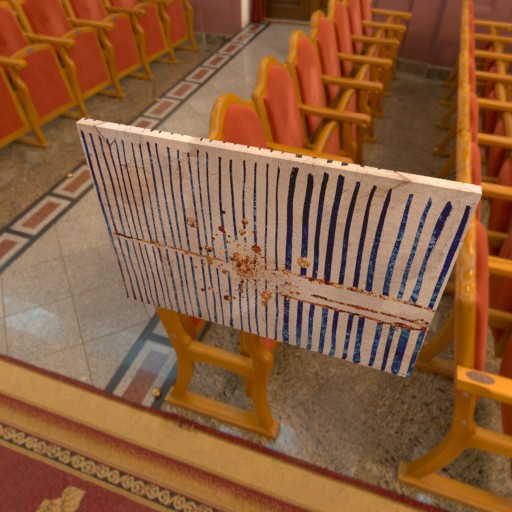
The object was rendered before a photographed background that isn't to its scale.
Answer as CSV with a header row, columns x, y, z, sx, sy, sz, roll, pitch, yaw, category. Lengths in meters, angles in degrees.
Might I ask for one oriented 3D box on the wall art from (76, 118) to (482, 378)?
x,y,z,sx,sy,sz,roll,pitch,yaw,category
0.000,0.000,1.166,0.919,0.609,0.030,13,43,15,wall art
